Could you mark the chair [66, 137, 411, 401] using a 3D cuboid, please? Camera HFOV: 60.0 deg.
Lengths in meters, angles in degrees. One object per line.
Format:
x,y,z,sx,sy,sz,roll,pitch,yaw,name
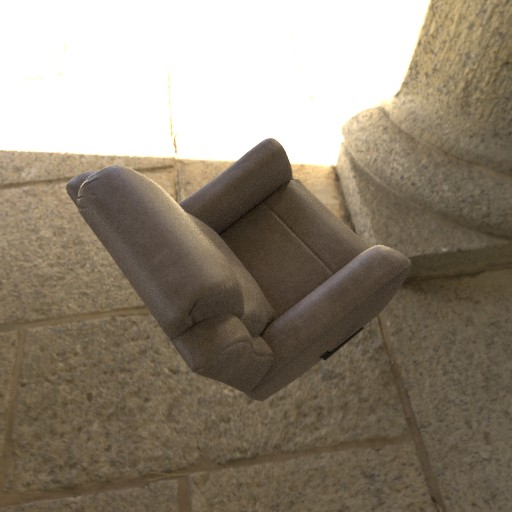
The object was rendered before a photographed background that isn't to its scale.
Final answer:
0.000,0.000,1.923,1.068,1.116,0.967,-33,64,-19,chair
